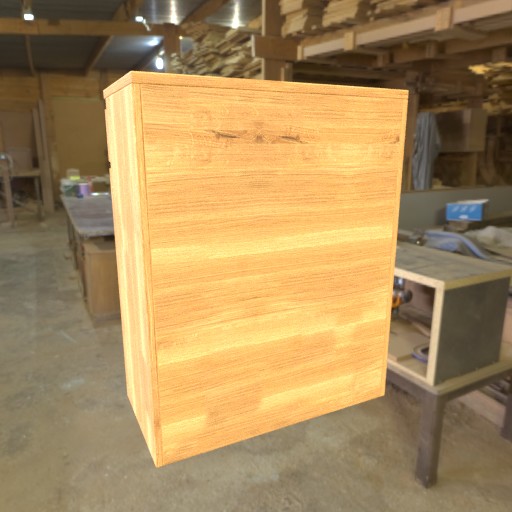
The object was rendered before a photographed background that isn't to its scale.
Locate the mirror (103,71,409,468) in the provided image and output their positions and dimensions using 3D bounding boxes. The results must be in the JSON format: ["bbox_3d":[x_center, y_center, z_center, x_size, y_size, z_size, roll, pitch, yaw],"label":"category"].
[{"bbox_3d":[0.000,0.000,1.419,0.800,1.000,0.400,-7,16,-26],"label":"mirror"}]
